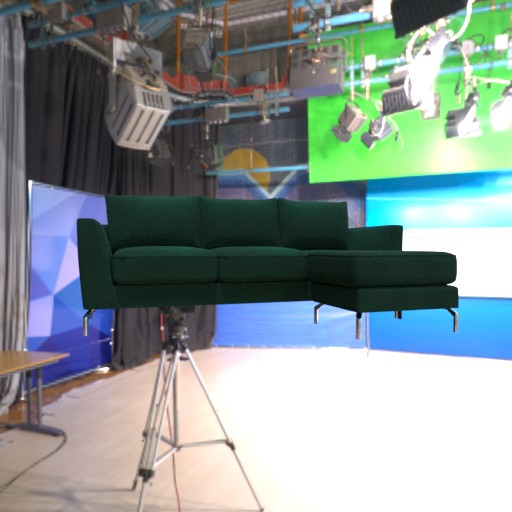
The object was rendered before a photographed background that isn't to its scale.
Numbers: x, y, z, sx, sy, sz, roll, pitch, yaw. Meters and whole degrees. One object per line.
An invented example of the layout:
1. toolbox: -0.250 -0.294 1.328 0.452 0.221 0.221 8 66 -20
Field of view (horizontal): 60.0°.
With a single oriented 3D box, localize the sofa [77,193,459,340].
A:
1. sofa: 0.000 0.000 3.262 2.441 1.007 1.489 0 1 -18
